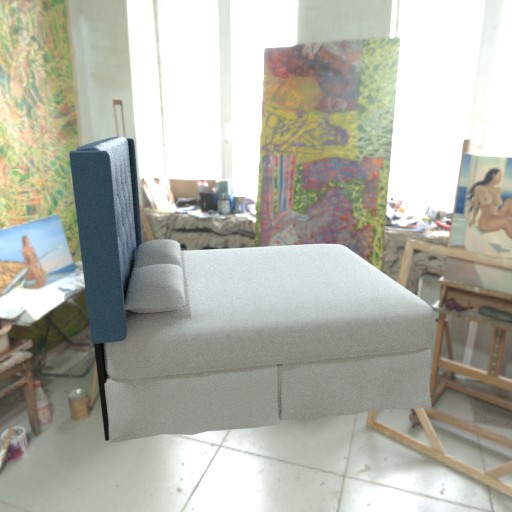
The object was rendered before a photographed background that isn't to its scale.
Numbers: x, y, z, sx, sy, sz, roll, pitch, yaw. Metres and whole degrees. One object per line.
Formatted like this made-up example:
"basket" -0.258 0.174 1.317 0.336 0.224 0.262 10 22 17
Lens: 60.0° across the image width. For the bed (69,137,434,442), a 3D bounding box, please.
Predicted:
"bed" 0.000 0.000 3.247 2.078 1.665 1.719 -3 17 -10
